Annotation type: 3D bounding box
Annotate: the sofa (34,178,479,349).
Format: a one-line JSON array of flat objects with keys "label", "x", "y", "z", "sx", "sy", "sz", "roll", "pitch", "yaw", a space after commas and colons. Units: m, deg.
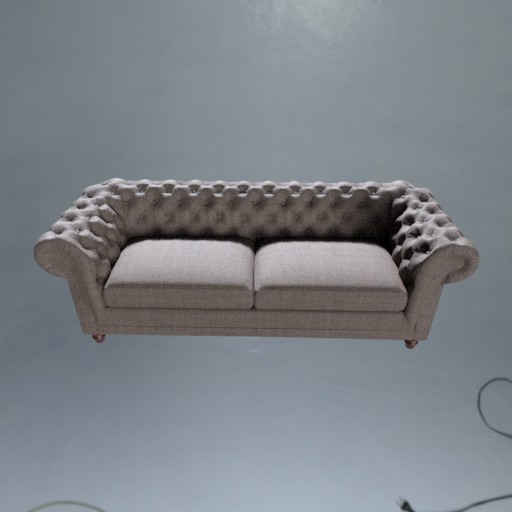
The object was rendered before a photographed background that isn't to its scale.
[{"label": "sofa", "x": 0.000, "y": 0.000, "z": 2.870, "sx": 2.385, "sy": 0.787, "sz": 0.944, "roll": 1, "pitch": 31, "yaw": 1}]
